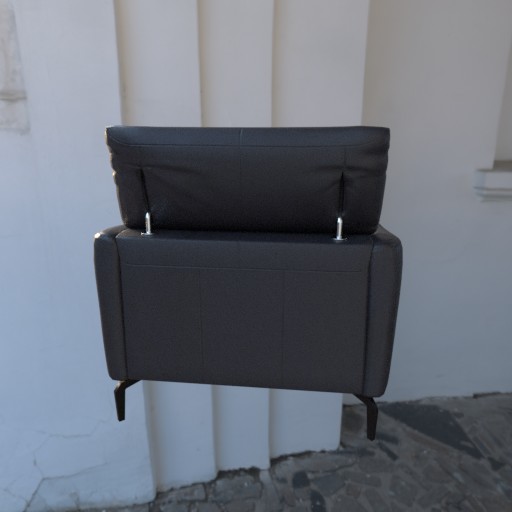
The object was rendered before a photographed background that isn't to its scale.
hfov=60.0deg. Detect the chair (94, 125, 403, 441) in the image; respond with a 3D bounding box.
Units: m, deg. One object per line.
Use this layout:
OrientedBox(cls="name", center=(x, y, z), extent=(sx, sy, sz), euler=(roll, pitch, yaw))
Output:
OrientedBox(cls="chair", center=(0.000, 0.000, 1.681), extent=(0.976, 0.949, 0.809), euler=(2, 16, 6))
